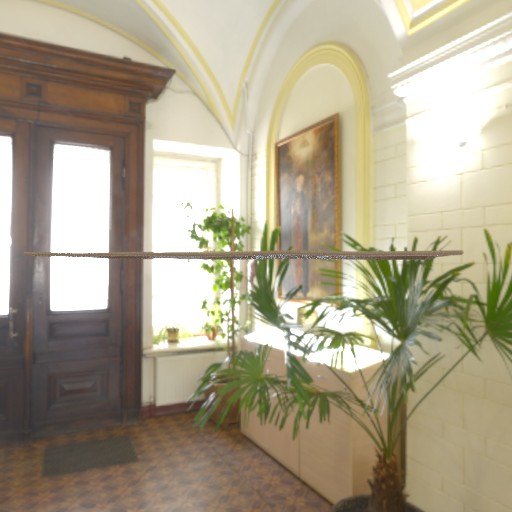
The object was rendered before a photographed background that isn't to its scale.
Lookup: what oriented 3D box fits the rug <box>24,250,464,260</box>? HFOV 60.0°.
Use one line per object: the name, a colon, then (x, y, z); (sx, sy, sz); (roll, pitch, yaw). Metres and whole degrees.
rug: (0.000, 0.000, 2.327); (1.829, 0.034, 1.252); (0, -1, 17)
